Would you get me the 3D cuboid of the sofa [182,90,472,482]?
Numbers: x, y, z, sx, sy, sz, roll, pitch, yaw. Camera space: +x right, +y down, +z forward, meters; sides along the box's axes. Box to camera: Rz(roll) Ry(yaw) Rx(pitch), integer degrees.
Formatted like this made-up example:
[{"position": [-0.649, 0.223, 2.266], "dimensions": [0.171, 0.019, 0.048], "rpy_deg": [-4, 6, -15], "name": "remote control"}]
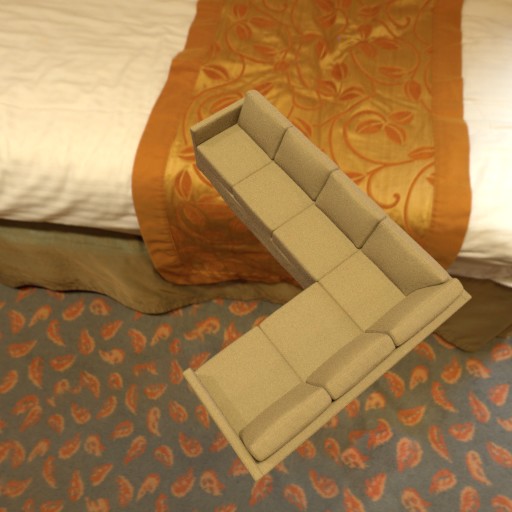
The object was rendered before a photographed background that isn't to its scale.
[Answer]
[{"position": [0.000, 0.000, 4.375], "dimensions": [2.432, 0.871, 3.182], "rpy_deg": [-34, 68, -16], "name": "sofa"}]
